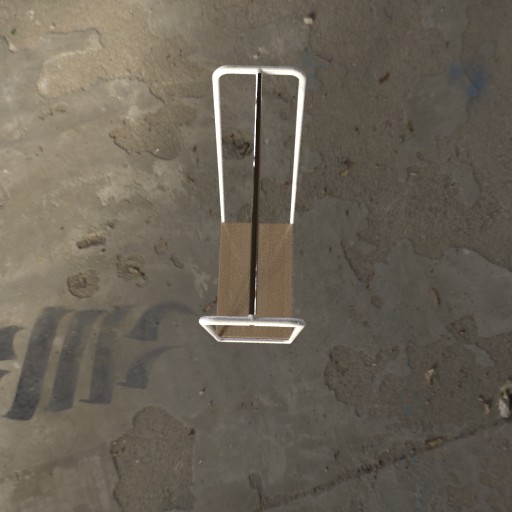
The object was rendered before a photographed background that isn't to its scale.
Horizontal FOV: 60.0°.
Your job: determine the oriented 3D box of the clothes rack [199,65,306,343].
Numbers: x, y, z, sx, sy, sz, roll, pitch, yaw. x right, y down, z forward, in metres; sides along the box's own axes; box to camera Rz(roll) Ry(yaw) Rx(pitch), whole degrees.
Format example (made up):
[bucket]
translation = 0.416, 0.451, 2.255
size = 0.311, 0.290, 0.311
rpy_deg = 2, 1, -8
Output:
[clothes rack]
translation = 0.000, 0.000, 1.757
size = 0.400, 1.500, 0.640
rpy_deg = 2, 78, 0
